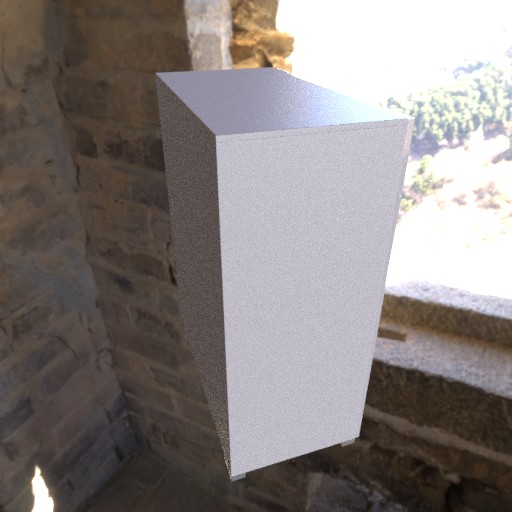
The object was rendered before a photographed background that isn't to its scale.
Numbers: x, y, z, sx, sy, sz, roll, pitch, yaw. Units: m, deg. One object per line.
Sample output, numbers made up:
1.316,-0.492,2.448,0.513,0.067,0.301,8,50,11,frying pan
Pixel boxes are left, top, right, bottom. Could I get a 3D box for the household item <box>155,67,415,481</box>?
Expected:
0.000,0.000,1.421,0.420,1.010,0.790,-10,32,-16,household item
